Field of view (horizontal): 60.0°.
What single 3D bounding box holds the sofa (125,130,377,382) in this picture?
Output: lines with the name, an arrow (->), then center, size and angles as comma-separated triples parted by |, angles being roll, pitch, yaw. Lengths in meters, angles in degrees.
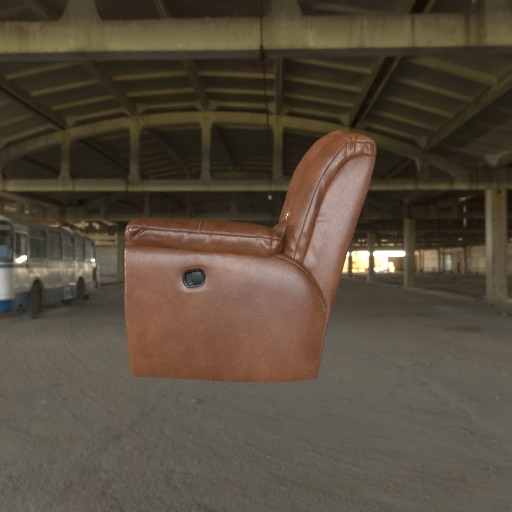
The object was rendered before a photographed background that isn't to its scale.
sofa -> 0.000, 0.000, 2.617 | 0.991, 1.043, 2.058 | 0, -1, 2
